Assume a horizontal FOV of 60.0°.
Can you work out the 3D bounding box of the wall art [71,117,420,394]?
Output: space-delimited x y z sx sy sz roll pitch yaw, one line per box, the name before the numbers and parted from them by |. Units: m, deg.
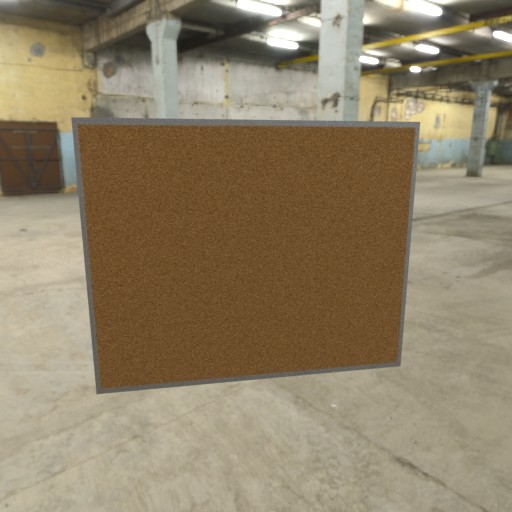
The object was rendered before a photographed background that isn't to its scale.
wall art | 0.000 0.000 0.768 0.557 0.450 0.037 -2 13 -10
